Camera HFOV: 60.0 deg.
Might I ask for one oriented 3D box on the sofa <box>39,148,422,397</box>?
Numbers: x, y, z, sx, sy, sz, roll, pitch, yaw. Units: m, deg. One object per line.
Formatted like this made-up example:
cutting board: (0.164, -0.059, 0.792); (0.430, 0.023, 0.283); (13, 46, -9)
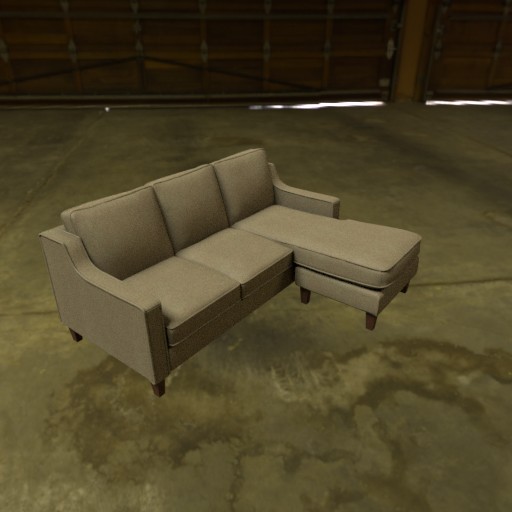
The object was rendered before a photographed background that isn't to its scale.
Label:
sofa: (0.000, 0.000, 3.395); (1.858, 1.081, 2.317); (19, 33, 33)
